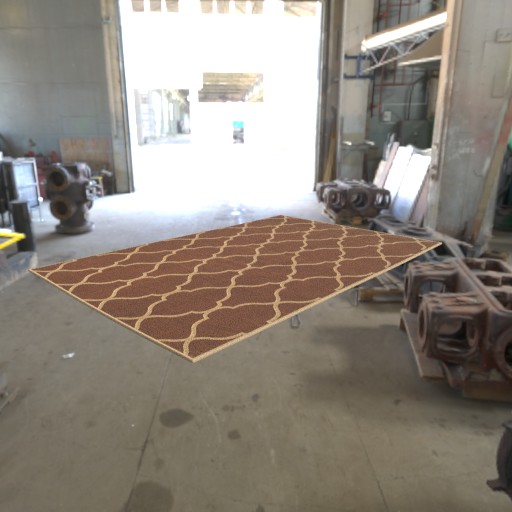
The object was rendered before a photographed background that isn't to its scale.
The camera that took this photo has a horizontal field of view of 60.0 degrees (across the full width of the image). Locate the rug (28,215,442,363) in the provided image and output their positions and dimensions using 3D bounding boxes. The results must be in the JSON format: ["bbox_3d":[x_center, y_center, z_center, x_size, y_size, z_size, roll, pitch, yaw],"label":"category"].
[{"bbox_3d":[0.000,0.000,2.868,1.526,0.014,2.290,15,22,41],"label":"rug"}]
